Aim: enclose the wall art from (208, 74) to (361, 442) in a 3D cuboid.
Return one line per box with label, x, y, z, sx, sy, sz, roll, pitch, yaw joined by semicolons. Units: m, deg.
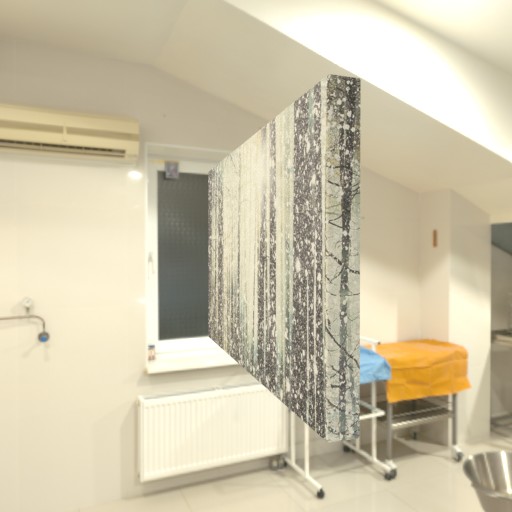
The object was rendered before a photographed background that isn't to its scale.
wall art;0.000;0.000;0.775;0.042;0.398;0.618;0;1;-18
